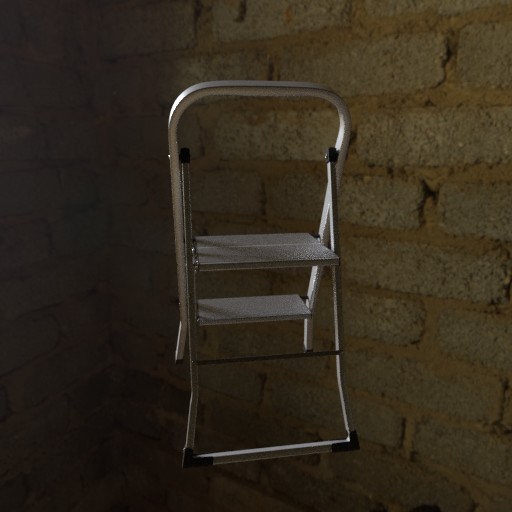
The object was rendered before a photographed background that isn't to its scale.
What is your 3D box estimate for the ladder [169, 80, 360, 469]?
[{"bbox_3d":[0.000,0.000,1.155,0.465,0.830,0.530,-2,15,-9],"label":"ladder"}]
